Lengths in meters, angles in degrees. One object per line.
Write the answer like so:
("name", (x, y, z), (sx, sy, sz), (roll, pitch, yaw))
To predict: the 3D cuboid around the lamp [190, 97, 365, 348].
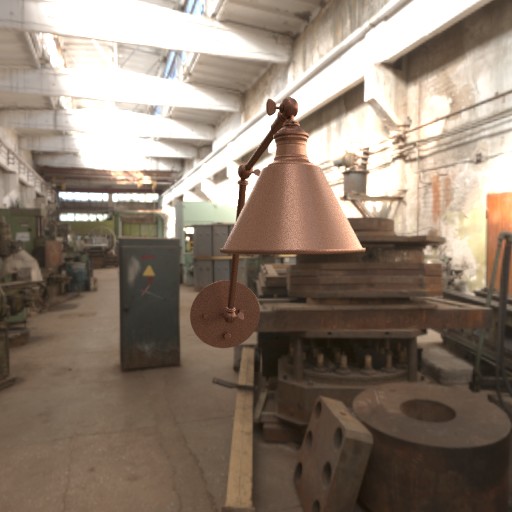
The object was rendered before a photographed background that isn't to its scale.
("lamp", (0.000, 0.000, 0.885), (0.223, 0.502, 0.624), (-1, 2, -16))
